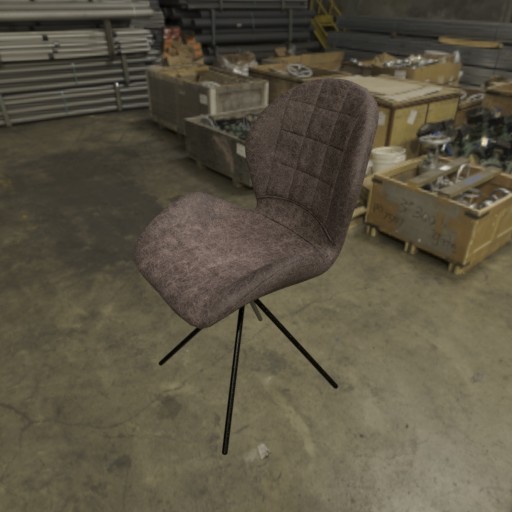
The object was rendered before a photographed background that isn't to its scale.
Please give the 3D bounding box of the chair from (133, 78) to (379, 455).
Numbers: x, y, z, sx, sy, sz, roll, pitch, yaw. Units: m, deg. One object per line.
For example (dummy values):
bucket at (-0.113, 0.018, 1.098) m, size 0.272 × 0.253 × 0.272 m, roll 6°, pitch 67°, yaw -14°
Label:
chair at (0.000, 0.000, 1.314) m, size 0.640 × 0.934 × 0.527 m, roll -19°, pitch 36°, yaw -30°
